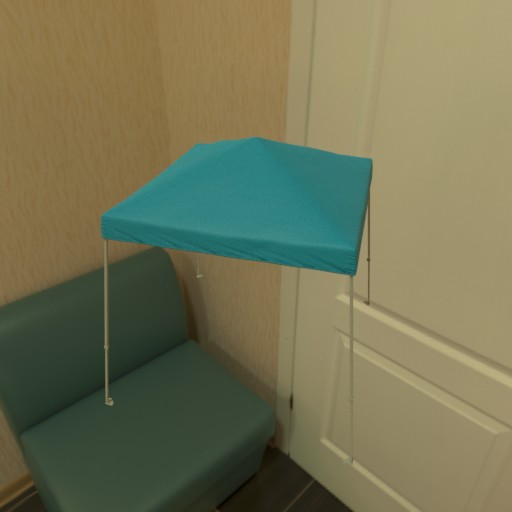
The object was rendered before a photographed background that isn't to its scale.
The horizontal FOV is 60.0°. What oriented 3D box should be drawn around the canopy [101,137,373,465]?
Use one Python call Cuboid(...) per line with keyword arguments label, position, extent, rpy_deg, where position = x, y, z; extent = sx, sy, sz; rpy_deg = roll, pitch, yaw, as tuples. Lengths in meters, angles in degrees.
Cuboid(label="canopy", position=(0.000, 0.000, 6.671), extent=(3.599, 3.600, 3.600), rpy_deg=(8, 32, 14))
